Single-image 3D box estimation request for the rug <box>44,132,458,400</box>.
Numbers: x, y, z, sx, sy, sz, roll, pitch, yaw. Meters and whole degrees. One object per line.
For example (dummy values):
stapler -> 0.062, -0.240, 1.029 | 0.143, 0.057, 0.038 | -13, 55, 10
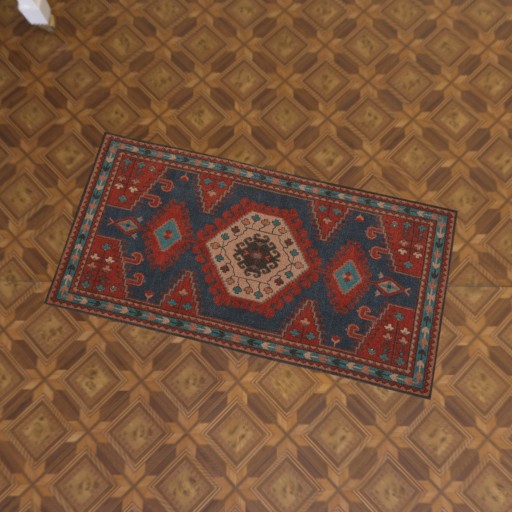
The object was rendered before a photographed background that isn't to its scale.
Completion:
rug -> 0.000, 0.000, 3.531 | 3.032, 0.034, 1.522 | 13, 77, 3
